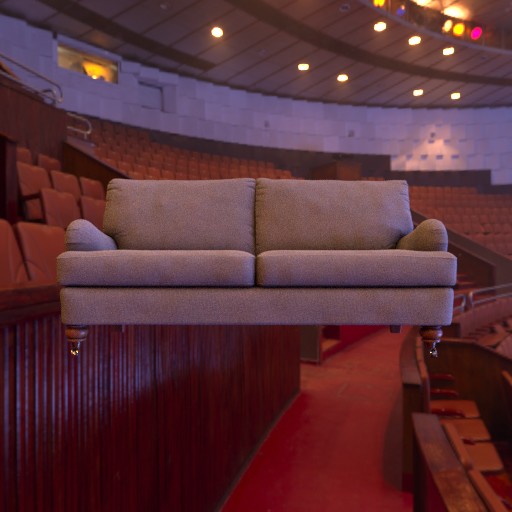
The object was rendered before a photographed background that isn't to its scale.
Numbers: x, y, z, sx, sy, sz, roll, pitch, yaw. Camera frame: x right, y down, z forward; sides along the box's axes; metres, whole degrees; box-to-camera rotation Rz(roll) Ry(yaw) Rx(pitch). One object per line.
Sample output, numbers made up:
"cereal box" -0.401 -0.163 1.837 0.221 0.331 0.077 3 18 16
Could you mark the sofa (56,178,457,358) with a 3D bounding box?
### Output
"sofa" 0.000 0.000 2.856 2.193 1.096 1.069 0 0 1
